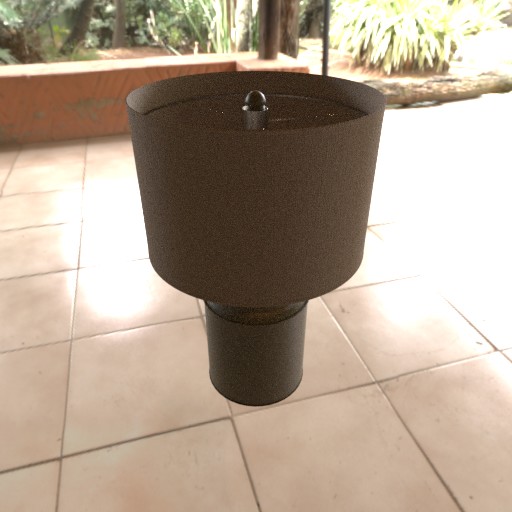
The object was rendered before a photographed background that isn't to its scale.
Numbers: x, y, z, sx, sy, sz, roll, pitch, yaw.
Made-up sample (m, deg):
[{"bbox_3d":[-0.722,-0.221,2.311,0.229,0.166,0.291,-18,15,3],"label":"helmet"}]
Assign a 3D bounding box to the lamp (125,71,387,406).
[{"bbox_3d":[0.000,0.000,0.682,0.318,0.486,0.318,0,32,0],"label":"lamp"}]
